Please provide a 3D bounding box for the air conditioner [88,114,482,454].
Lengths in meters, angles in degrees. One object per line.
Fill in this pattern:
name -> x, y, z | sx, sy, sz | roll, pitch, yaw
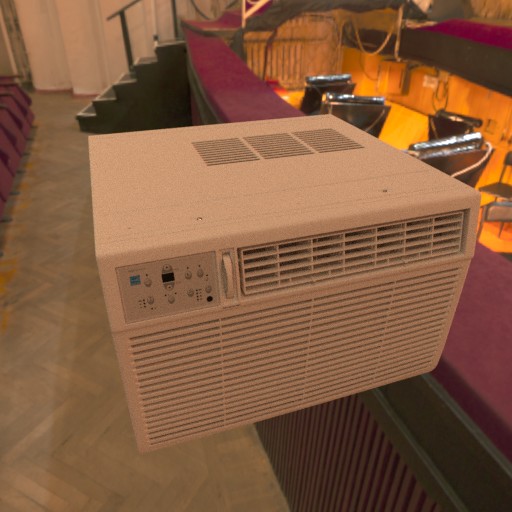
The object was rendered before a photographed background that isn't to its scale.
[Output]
air conditioner -> 0.000, 0.000, 1.022 | 0.645, 0.455, 0.599 | -10, 33, -16
